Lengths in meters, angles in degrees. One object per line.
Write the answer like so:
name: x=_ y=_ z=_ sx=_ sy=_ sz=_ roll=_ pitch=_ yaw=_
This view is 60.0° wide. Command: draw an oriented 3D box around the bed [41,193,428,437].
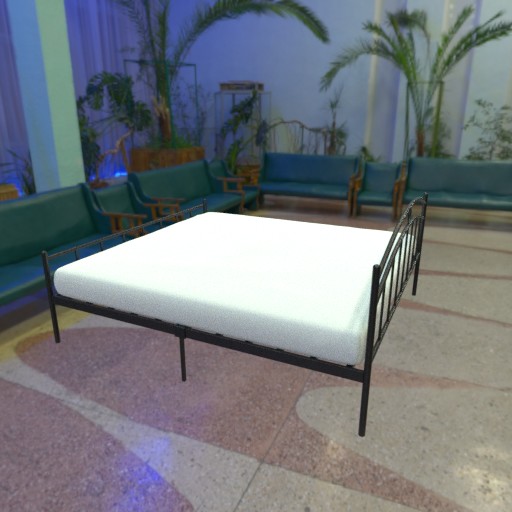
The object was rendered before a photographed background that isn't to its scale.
bed: x=0.000 y=0.000 z=3.151 sx=2.040 sy=0.940 sz=1.880 roll=9 pitch=20 yaw=25
